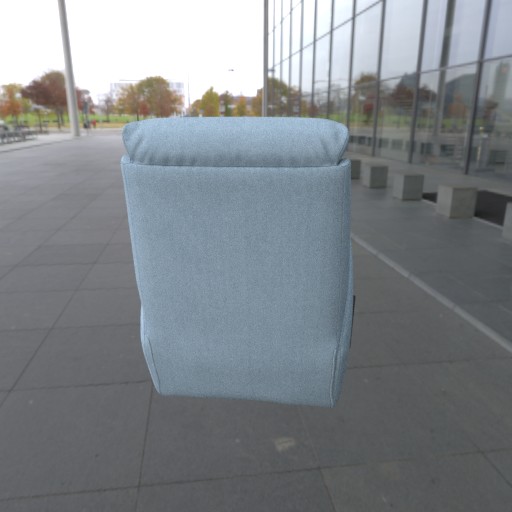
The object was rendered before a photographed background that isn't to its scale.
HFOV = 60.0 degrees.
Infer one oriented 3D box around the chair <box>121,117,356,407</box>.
[{"bbox_3d":[0.000,0.000,1.697,0.812,1.013,0.940,2,17,6],"label":"chair"}]
